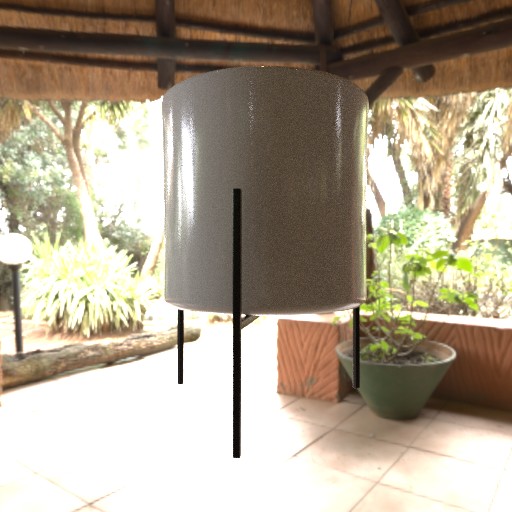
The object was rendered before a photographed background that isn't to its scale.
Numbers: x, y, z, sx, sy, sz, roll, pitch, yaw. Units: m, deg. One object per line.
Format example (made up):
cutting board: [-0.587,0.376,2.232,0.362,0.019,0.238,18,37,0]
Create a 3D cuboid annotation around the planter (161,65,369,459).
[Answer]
planter: [0.000,0.000,0.728,0.361,0.480,0.360,0,0,36]
